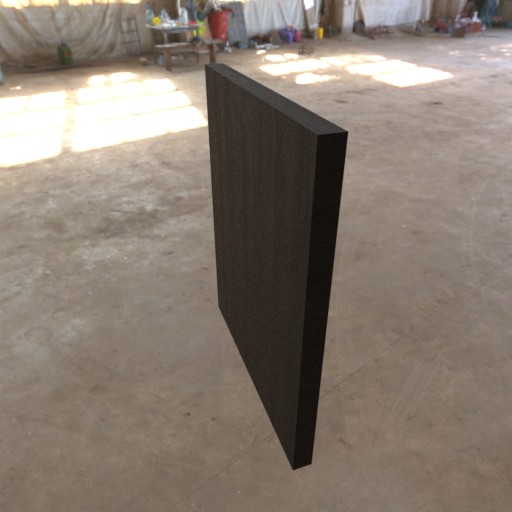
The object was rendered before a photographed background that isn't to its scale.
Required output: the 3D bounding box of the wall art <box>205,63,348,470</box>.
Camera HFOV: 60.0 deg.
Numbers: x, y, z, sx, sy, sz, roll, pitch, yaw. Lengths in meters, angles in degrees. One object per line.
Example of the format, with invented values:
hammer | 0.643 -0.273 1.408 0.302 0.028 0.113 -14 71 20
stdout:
wall art | 0.000 0.000 0.765 0.034 0.552 0.455 -11 33 -17
